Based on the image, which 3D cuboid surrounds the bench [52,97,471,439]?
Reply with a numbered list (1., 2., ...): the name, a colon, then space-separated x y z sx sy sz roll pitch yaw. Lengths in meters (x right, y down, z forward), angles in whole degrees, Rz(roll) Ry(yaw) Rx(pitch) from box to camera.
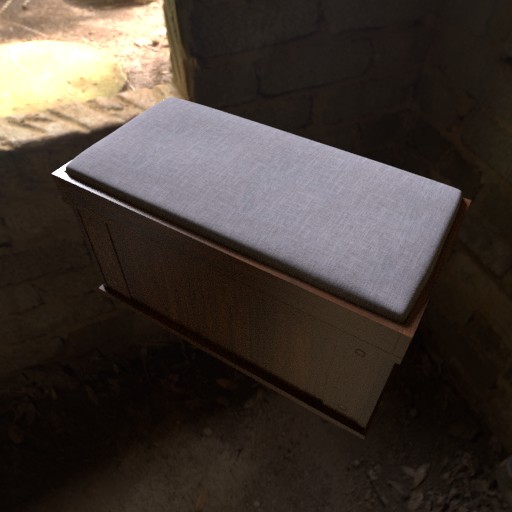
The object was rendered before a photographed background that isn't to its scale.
1. bench: 0.000 0.000 1.005 0.734 0.461 0.362 24 52 21
